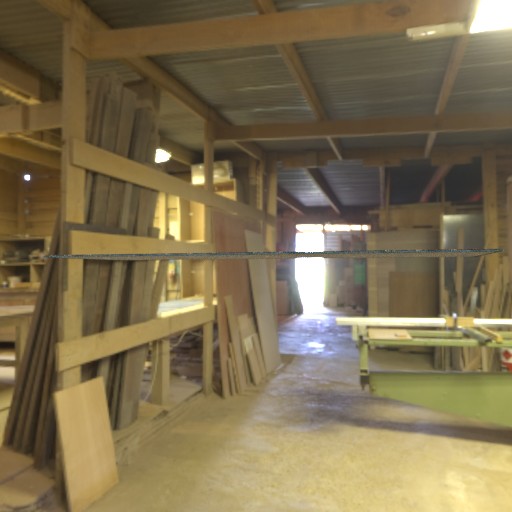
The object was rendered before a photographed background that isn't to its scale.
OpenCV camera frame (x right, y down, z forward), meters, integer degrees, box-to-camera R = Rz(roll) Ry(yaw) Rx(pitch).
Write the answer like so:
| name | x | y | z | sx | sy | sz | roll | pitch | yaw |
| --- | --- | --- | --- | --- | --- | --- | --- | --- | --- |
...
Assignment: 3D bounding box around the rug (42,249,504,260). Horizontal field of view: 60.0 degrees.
| name | x | y | z | sx | sy | sz | roll | pitch | yaw |
| --- | --- | --- | --- | --- | --- | --- | --- | --- | --- |
| rug | 0.000 | 0.000 | 2.435 | 2.292 | 0.014 | 0.685 | -1 | -2 | 18 |
